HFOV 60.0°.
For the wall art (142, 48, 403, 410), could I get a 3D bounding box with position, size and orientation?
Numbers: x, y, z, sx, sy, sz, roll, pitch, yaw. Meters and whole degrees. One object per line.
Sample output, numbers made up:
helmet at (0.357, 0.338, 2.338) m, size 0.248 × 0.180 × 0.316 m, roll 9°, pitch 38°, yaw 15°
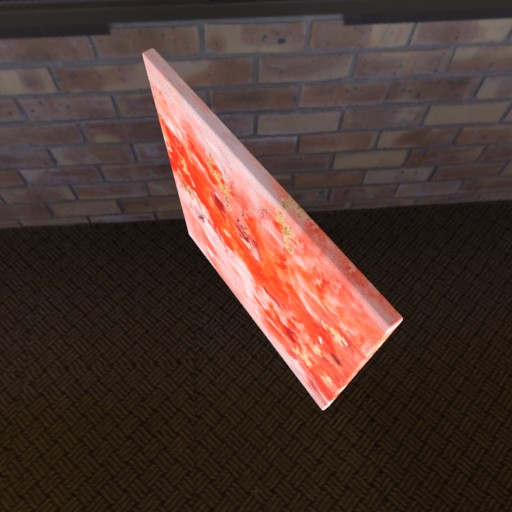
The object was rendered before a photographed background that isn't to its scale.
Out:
wall art at (0.000, 0.000, 1.324) m, size 0.066 × 0.878 × 0.878 m, roll -33°, pitch 67°, yaw -16°
